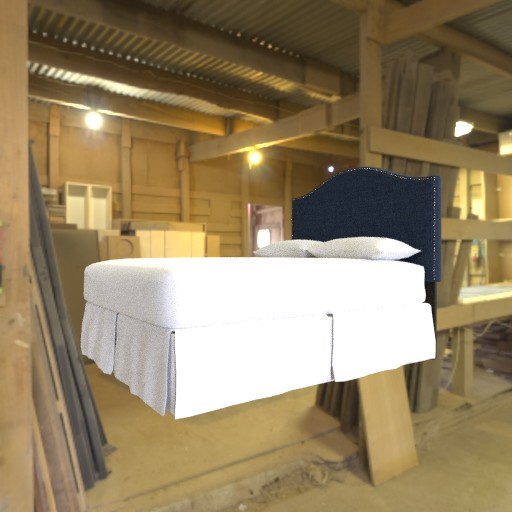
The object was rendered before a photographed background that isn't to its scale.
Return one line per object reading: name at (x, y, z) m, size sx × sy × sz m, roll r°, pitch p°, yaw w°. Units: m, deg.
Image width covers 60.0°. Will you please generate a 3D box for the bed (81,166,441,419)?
bed at (0.000, 0.000, 3.272) m, size 2.153 × 1.518 × 1.713 m, roll 0°, pitch 0°, yaw -35°
